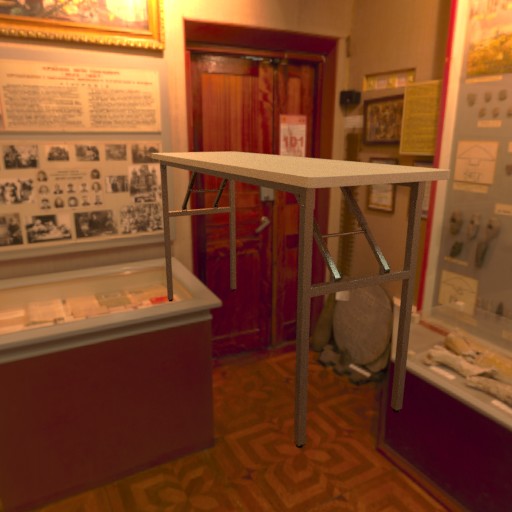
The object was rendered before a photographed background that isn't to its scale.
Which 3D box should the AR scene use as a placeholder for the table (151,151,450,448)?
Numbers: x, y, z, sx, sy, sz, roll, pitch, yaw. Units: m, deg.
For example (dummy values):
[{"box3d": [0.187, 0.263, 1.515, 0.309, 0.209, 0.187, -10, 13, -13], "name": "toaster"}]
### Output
[{"box3d": [0.000, 0.000, 1.751, 0.446, 0.750, 1.397, -8, 17, -26], "name": "table"}]
